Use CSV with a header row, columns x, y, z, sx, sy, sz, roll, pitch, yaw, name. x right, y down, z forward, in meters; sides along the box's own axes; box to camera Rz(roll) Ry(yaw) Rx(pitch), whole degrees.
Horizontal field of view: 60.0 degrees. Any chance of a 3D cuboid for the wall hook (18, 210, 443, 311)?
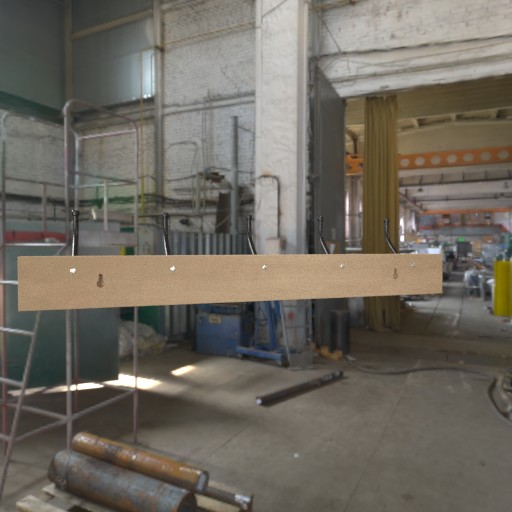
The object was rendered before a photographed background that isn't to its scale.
x,y,z,sx,sy,sz,roll,pitch,yaw,name
0.000,0.000,0.608,0.571,0.117,0.071,0,1,-19,wall hook
